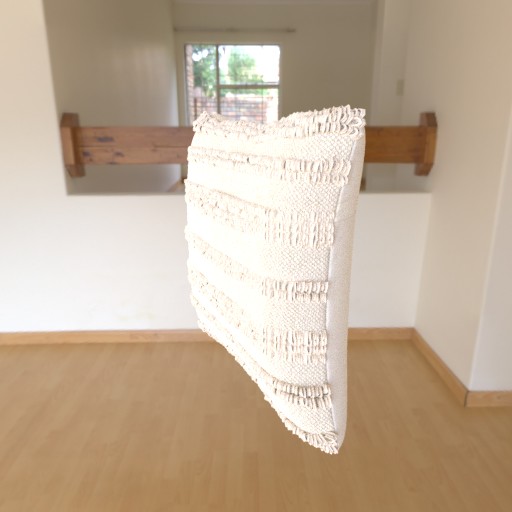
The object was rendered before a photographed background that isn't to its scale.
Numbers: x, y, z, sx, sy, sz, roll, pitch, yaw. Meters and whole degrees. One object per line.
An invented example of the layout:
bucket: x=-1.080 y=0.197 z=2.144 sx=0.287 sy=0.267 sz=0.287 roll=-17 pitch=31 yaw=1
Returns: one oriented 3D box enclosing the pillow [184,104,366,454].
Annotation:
pillow: x=0.000 y=0.000 z=0.670 sx=0.145 sy=0.427 sz=0.437 roll=-8 pitch=18 yaw=-25
